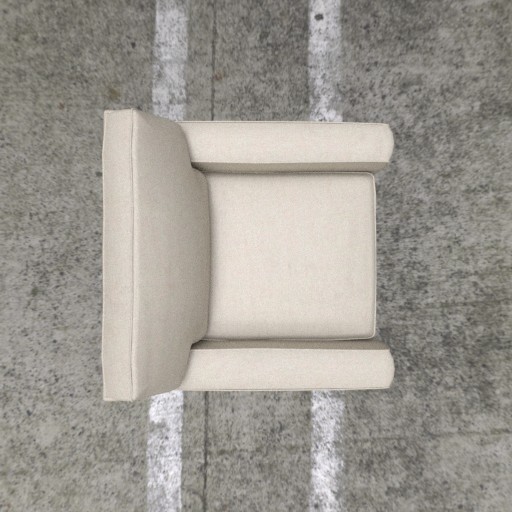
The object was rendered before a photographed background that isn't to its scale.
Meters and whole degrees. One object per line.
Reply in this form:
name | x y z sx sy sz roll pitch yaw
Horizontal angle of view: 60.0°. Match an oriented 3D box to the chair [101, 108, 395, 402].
chair | 0.000 0.000 1.782 1.043 0.913 0.998 0 89 -1
